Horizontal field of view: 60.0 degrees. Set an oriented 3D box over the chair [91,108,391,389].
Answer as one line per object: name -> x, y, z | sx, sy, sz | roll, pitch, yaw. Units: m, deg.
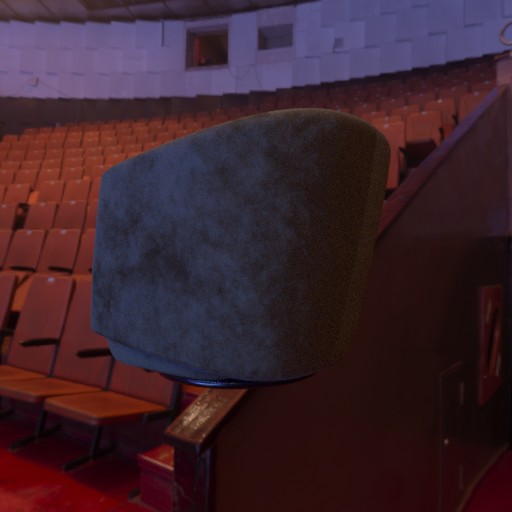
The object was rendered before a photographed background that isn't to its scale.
chair -> 0.000, 0.000, 1.359 | 0.767, 0.698, 0.773 | -1, -1, 36
